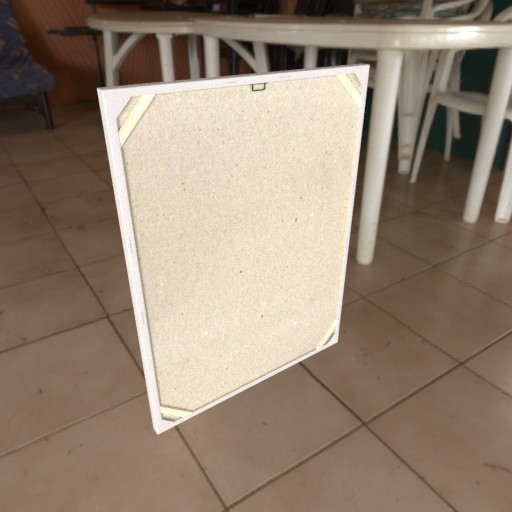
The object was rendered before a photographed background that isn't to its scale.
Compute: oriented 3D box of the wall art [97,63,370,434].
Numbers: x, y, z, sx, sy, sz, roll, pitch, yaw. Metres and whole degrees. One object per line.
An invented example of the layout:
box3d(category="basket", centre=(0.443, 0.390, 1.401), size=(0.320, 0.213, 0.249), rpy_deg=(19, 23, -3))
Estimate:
box3d(category="wall art", centre=(0.000, 0.000, 1.586), size=(0.914, 1.212, 0.038), rpy_deg=(-19, 34, -30))
